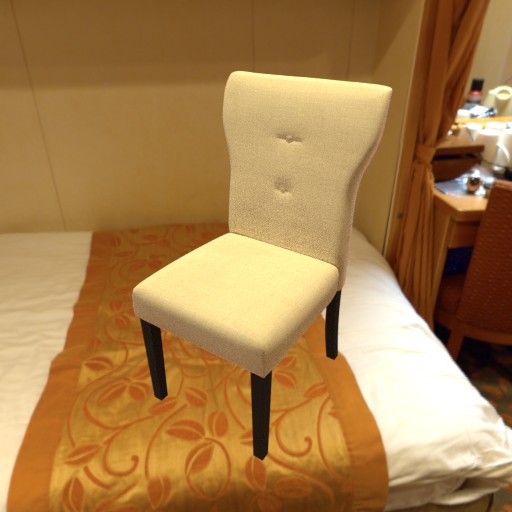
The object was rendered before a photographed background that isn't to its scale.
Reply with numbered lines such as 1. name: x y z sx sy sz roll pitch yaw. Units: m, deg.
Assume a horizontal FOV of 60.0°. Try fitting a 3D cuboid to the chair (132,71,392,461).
1. chair: 0.000 0.000 1.299 0.509 0.921 0.597 18 35 29
